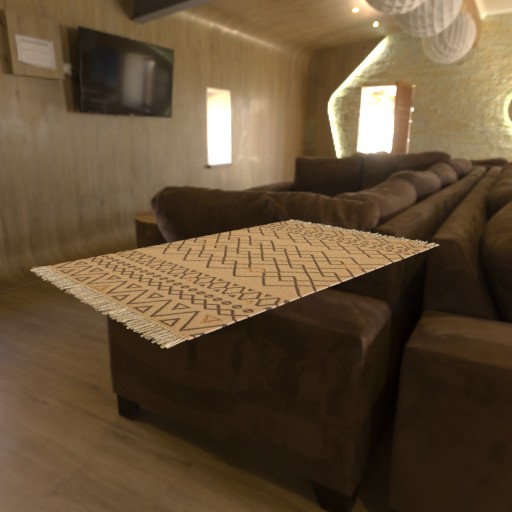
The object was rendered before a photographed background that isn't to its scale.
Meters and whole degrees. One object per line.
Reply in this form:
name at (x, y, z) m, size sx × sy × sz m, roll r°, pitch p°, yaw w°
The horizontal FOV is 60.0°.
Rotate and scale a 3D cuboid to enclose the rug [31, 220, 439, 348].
rug at (0.000, 0.000, 2.492) m, size 2.023 × 0.028 × 1.224 m, roll -14°, pitch 20°, yaw -43°
